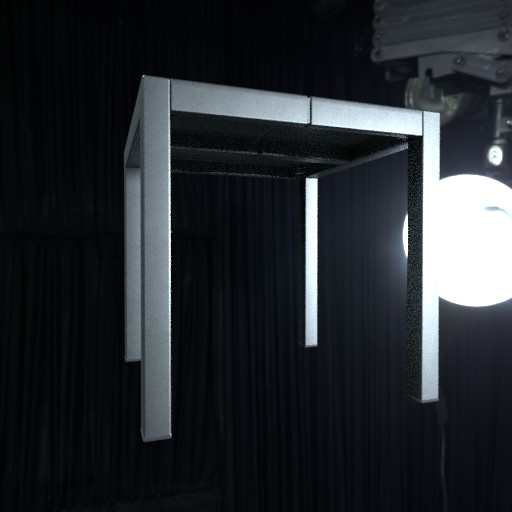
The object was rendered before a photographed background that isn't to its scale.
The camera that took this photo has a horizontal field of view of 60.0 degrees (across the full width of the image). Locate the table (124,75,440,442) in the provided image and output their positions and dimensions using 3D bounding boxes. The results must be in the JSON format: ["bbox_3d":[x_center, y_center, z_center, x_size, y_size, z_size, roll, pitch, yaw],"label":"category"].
[{"bbox_3d":[0.000,0.000,0.934,0.508,0.508,0.508,0,1,-19],"label":"table"}]
